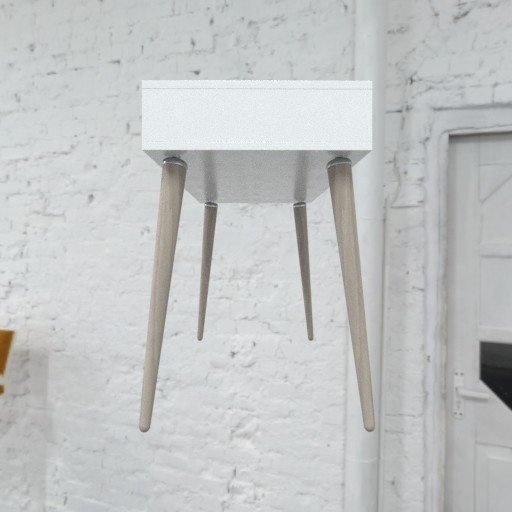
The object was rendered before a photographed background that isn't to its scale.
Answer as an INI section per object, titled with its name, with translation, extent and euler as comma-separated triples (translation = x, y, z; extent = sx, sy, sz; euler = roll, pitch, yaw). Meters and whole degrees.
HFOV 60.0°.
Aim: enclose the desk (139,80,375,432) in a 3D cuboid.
[desk]
translation = 0.000, 0.000, 1.395
extent = 0.491, 0.723, 0.979
euler = 0, 0, 0
